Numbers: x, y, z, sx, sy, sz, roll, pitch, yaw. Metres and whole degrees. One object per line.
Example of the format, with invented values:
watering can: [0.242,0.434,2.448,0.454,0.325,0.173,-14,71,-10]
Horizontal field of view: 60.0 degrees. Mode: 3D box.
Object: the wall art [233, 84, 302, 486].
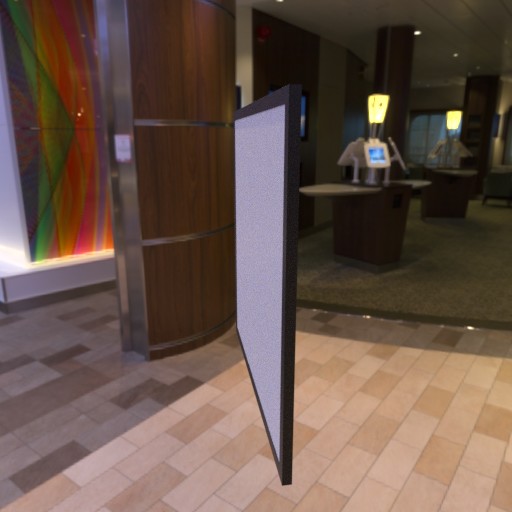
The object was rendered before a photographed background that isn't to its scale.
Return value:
wall art: [0.000,0.000,1.233,0.022,0.807,0.807,-2,15,-9]
